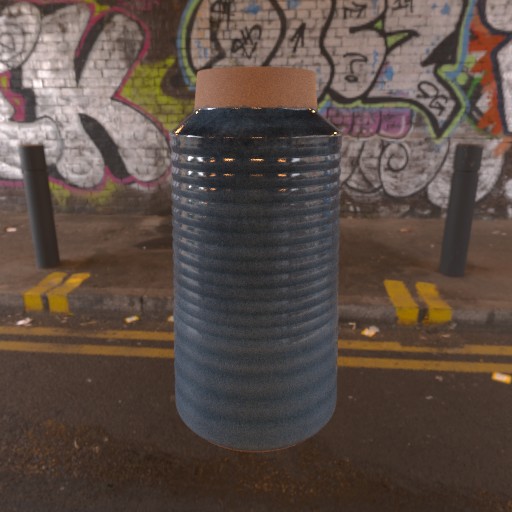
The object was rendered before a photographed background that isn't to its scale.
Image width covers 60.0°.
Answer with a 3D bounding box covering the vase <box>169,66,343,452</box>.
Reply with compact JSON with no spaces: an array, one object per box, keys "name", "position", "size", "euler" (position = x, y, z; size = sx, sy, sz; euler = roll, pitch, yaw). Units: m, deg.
[{"name":"vase","position":[0.000,0.000,0.411],"size":[0.163,0.316,0.163],"euler":[0,18,0]}]
